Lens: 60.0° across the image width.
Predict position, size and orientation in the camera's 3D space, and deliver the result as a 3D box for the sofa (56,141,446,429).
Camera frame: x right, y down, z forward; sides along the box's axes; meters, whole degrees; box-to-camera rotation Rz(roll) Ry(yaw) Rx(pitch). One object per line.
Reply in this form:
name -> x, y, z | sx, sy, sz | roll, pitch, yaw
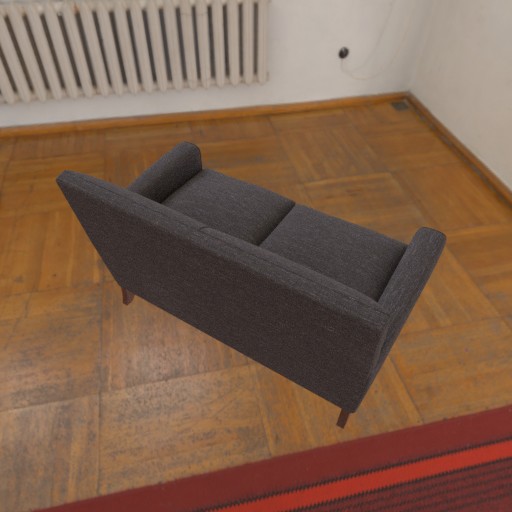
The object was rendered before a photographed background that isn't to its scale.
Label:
sofa -> 0.000, 0.000, 2.131 | 1.509, 0.905, 0.867 | 24, 50, 22
